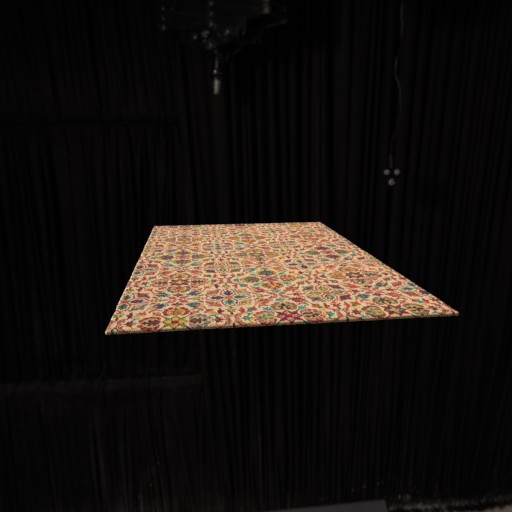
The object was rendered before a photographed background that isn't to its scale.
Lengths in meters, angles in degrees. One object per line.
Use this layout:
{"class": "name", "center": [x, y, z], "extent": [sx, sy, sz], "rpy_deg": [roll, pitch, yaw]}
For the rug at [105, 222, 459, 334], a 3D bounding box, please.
{"class": "rug", "center": [0.000, 0.000, 2.989], "extent": [1.541, 0.018, 2.297], "rpy_deg": [-2, 15, -7]}
